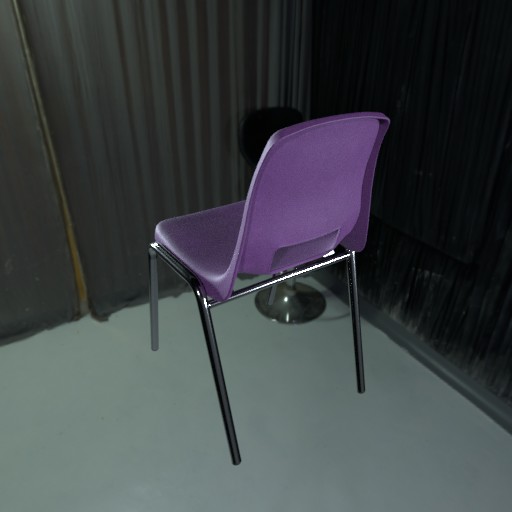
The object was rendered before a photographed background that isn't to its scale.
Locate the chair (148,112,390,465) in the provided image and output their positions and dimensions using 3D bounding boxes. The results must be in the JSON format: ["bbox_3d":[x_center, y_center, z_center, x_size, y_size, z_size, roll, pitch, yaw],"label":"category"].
[{"bbox_3d":[0.000,0.000,0.926,0.381,0.654,0.432,-18,35,-28],"label":"chair"}]
